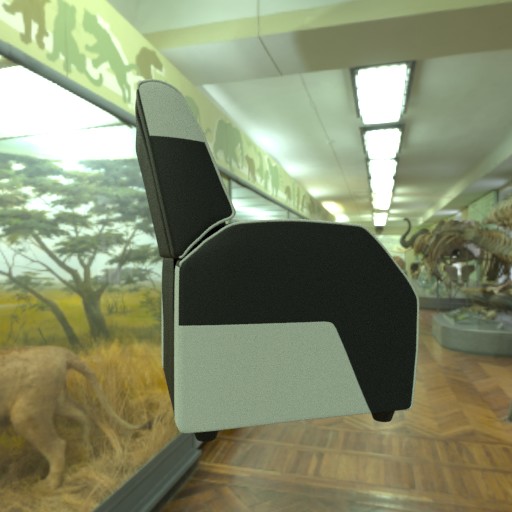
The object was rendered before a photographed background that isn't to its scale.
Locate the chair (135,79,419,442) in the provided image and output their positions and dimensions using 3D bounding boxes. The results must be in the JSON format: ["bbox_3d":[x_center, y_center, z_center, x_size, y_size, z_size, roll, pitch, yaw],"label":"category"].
[{"bbox_3d":[0.000,0.000,1.279,0.672,0.805,0.620,0,0,-15],"label":"chair"}]
